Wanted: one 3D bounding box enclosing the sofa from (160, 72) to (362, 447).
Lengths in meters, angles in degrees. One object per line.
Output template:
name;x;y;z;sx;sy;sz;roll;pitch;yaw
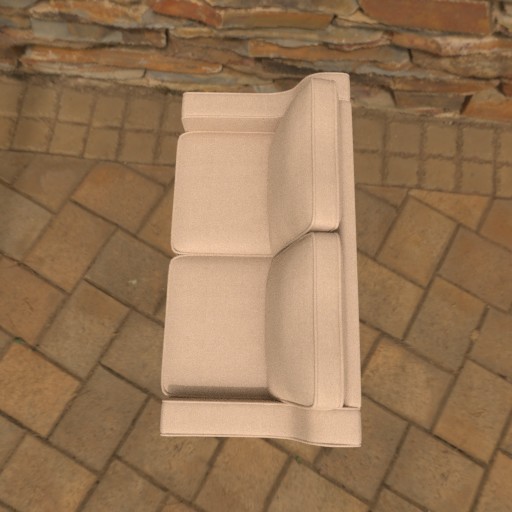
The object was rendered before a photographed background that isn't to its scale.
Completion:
sofa;0.000;0.000;3.440;1.351;1.562;2.587;1;76;0
